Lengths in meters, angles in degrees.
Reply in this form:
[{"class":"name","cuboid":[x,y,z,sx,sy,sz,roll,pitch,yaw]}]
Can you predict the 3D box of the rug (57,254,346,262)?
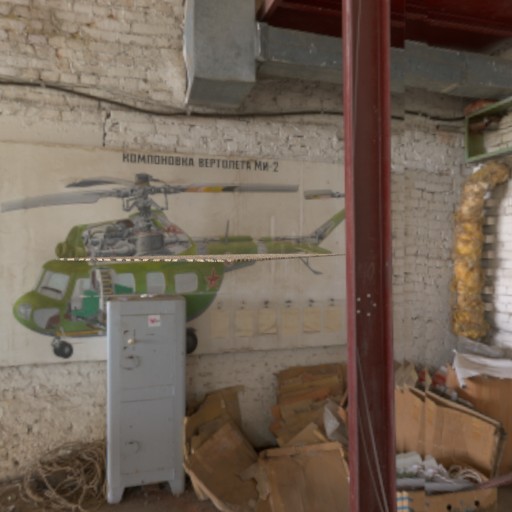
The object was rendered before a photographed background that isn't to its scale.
[{"class":"rug","cuboid":[0.000,0.000,2.498,0.676,0.008,2.277,0,1,20]}]
